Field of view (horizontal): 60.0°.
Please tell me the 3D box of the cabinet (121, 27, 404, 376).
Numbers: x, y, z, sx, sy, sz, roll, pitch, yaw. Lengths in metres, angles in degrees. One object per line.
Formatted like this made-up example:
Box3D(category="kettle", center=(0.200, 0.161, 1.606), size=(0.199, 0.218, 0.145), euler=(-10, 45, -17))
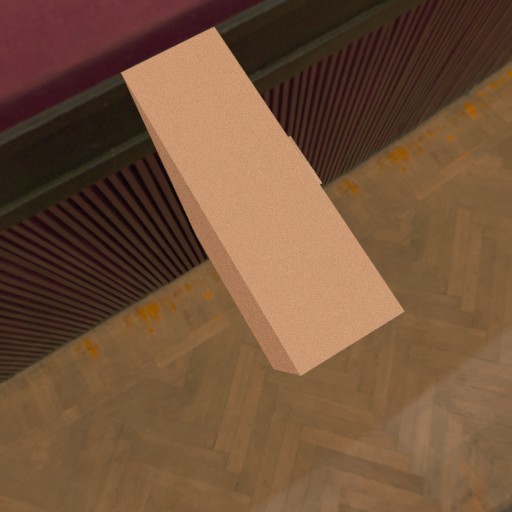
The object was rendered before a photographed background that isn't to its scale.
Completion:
Box3D(category="cabinet", center=(0.000, 0.000, 1.537), size=(0.250, 1.280, 0.750), euler=(-30, 78, -7))
